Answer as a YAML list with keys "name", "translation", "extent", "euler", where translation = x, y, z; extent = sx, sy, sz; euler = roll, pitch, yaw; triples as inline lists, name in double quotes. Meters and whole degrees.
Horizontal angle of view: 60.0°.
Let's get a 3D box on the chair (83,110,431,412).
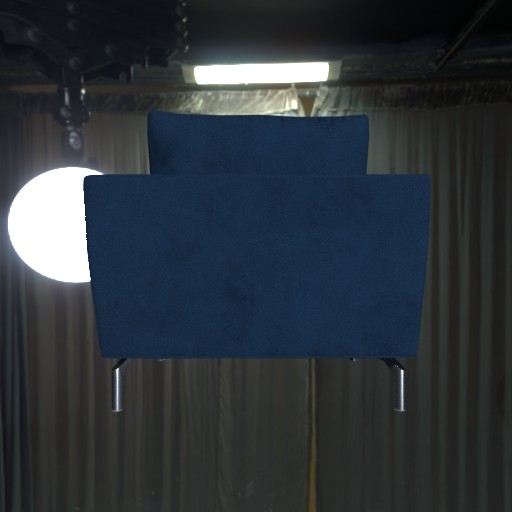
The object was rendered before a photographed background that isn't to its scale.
- name: "chair"
  translation: [0.000, 0.000, 1.584]
  extent: [0.977, 0.893, 0.746]
  euler: [0, 0, 0]
